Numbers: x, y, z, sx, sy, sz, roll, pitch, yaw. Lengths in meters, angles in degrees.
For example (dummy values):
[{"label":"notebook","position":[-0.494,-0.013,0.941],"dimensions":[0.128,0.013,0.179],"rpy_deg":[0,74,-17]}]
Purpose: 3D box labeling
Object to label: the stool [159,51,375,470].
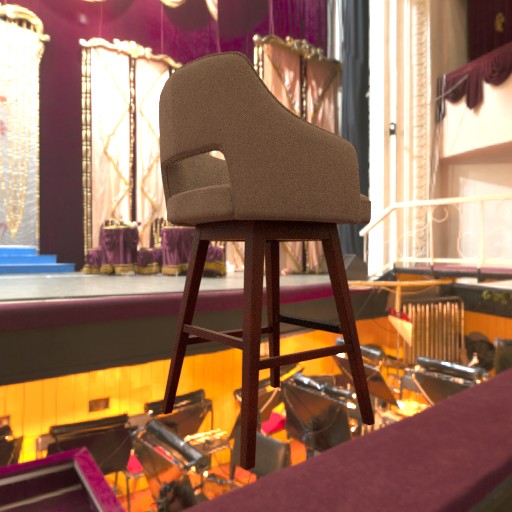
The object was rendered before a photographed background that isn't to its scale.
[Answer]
[{"label":"stool","position":[0.000,0.000,1.357],"dimensions":[0.558,1.012,0.548],"rpy_deg":[-1,1,-37]}]
